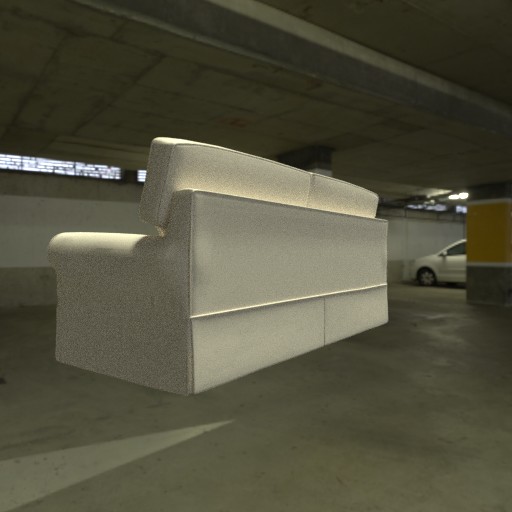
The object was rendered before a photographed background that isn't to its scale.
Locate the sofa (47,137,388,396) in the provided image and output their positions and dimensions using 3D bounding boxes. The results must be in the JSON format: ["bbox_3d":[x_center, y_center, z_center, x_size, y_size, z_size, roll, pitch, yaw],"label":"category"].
[{"bbox_3d":[0.000,0.000,2.512,0.862,0.937,2.021,0,1,36],"label":"sofa"}]
